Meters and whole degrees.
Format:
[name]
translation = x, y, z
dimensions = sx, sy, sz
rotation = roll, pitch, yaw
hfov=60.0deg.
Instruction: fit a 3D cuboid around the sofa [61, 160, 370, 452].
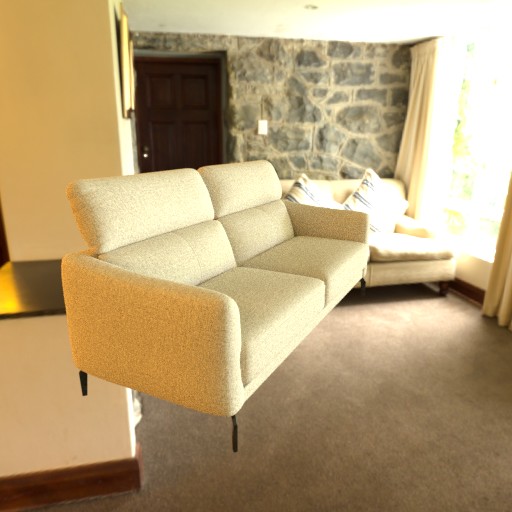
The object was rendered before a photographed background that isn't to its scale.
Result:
[sofa]
translation = 0.000, 0.000, 2.482
dimensions = 0.856, 0.956, 2.015
rotation = 8, 17, 27
